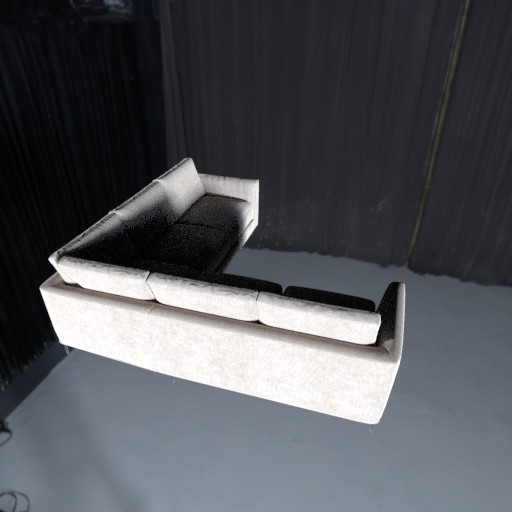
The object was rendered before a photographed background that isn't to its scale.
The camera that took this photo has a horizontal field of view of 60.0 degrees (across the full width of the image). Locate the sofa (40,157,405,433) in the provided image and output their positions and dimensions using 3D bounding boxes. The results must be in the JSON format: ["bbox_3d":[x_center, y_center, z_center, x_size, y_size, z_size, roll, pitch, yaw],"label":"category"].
[{"bbox_3d":[0.000,0.000,3.820,2.438,0.864,2.438,9,32,15],"label":"sofa"}]
